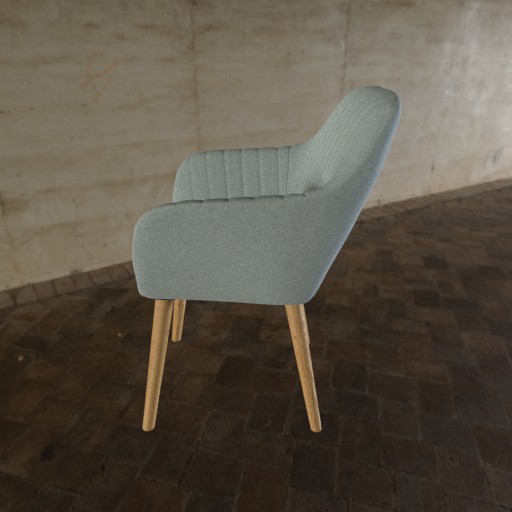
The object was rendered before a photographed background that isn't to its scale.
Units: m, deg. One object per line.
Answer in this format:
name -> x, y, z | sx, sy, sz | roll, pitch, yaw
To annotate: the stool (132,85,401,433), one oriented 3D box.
stool -> 0.000, 0.000, 1.166 | 0.590, 0.830, 0.503 | 1, 25, 1
